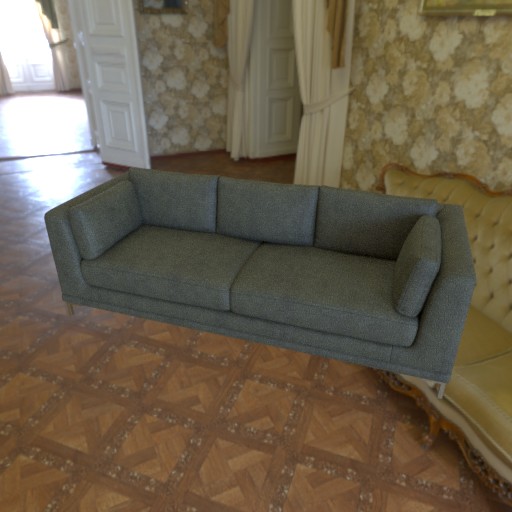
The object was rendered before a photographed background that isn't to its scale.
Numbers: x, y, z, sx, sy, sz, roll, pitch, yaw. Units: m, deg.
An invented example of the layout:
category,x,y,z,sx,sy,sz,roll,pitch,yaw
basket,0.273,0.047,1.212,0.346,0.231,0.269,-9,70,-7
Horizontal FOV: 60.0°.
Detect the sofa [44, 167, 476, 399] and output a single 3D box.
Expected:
category,x,y,z,sx,sy,sz,roll,pitch,yaw
sofa,0.000,0.000,2.865,2.415,0.867,0.969,9,29,16
